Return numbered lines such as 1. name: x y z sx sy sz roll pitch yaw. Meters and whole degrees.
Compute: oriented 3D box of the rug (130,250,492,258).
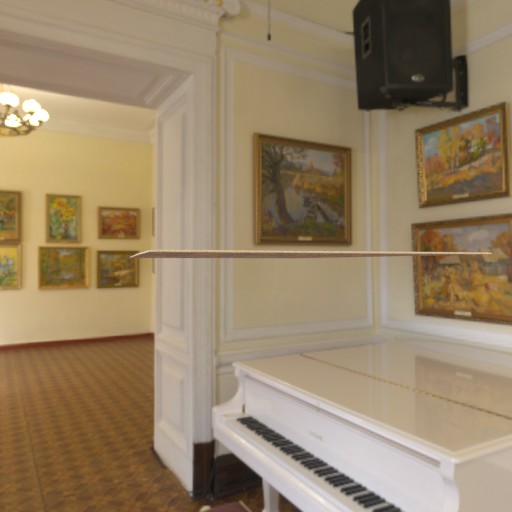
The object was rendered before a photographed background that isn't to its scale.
1. rug: 0.000 0.000 2.859 1.522 0.008 2.284 0 -1 -17
